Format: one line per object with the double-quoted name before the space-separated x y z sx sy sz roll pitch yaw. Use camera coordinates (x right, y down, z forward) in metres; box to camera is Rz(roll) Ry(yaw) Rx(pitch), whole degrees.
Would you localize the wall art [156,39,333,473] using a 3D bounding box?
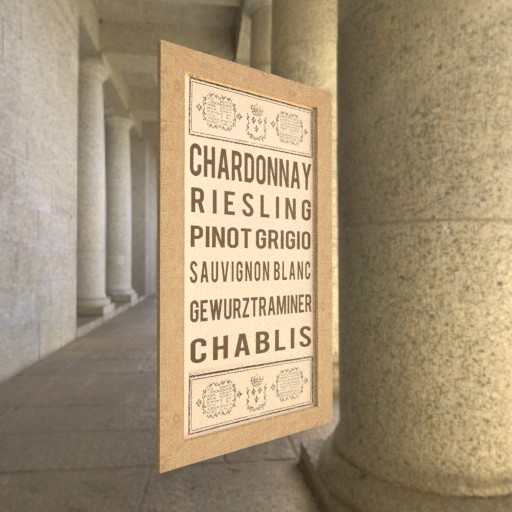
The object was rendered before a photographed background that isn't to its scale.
"wall art" 0.000 0.000 0.814 0.381 0.683 0.013 0 -1 -36
